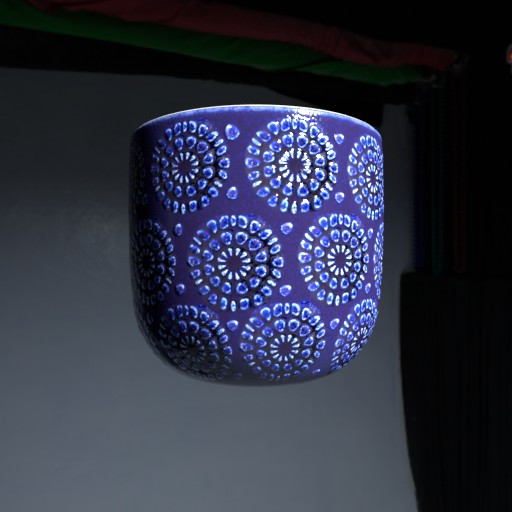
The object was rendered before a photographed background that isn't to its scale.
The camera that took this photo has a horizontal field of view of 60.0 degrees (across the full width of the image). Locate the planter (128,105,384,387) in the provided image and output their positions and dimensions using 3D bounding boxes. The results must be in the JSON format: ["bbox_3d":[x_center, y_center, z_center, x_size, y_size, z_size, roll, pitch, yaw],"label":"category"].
[{"bbox_3d":[0.000,0.000,0.298,0.165,0.149,0.165,0,-1,0],"label":"planter"}]
